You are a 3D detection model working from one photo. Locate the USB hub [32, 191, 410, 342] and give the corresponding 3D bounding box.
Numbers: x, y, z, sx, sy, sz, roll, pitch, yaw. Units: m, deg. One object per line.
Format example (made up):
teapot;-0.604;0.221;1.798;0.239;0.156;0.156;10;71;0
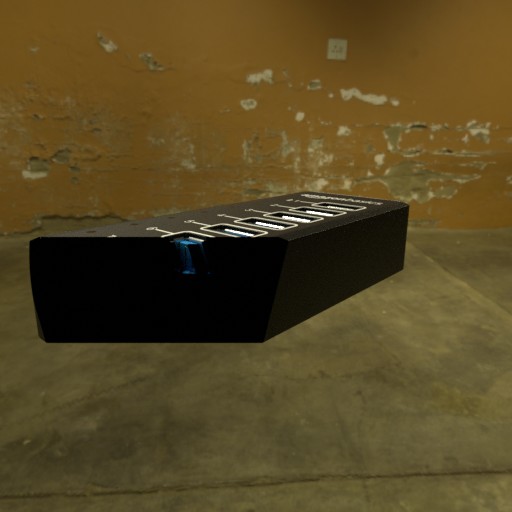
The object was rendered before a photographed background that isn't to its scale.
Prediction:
USB hub;0.000;0.000;0.127;0.044;0.023;0.110;14;21;40
